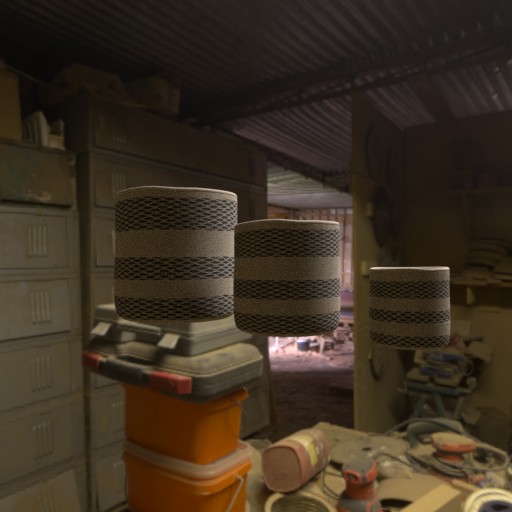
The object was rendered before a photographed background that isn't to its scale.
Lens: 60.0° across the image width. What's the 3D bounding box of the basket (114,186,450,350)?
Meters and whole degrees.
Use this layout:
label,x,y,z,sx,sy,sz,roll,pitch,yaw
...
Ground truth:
label,x,y,z,sx,sy,sz,roll,pitch,yaw
basket,0.000,0.000,1.117,0.917,0.356,0.351,0,0,37
